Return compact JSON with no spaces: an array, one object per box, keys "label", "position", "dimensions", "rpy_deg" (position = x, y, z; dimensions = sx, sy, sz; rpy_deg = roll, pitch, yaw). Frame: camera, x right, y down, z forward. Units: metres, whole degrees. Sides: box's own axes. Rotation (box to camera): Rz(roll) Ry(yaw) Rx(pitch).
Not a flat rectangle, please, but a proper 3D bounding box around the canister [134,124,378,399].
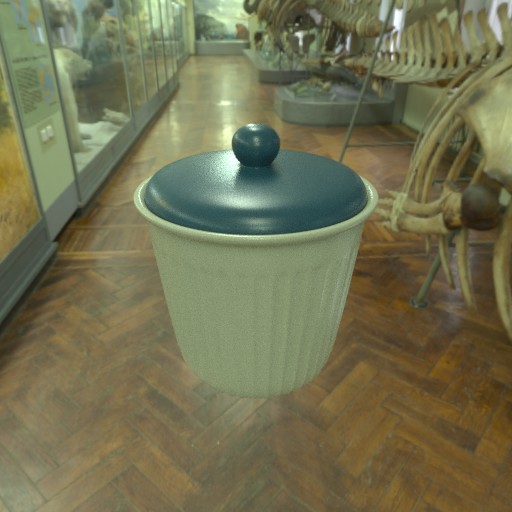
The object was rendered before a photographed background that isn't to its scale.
[{"label":"canister","position":[0.000,0.000,0.364],"dimensions":[0.181,0.211,0.181],"rpy_deg":[0,28,0]}]
